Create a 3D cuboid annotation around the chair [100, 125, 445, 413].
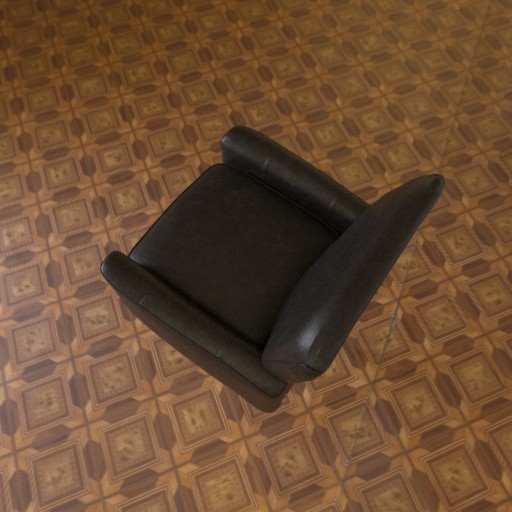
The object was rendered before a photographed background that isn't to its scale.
[{"bbox_3d":[0.000,0.000,1.653,0.864,1.014,0.848,33,69,15],"label":"chair"}]
